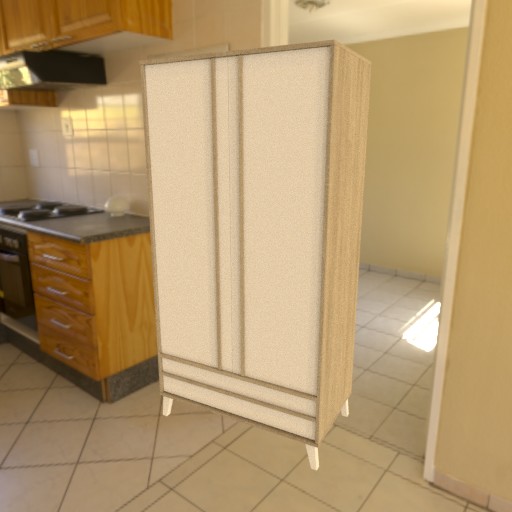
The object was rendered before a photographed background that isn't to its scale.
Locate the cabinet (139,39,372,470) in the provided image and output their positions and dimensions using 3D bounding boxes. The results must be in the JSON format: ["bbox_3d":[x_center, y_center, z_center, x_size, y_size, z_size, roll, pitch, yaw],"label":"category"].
[{"bbox_3d":[0.000,0.000,2.455,1.006,1.999,0.571,8,16,27],"label":"cabinet"}]
